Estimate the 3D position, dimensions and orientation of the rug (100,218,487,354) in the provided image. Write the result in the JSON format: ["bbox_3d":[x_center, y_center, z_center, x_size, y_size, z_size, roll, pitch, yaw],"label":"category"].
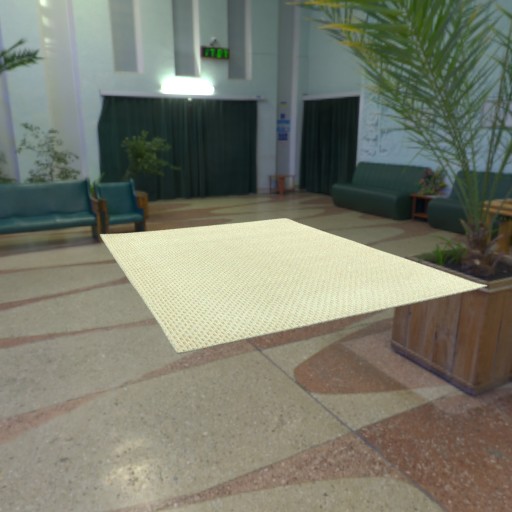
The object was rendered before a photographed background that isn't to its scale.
[{"bbox_3d":[0.000,0.000,3.932,2.277,0.035,2.897,-7,17,-25],"label":"rug"}]
